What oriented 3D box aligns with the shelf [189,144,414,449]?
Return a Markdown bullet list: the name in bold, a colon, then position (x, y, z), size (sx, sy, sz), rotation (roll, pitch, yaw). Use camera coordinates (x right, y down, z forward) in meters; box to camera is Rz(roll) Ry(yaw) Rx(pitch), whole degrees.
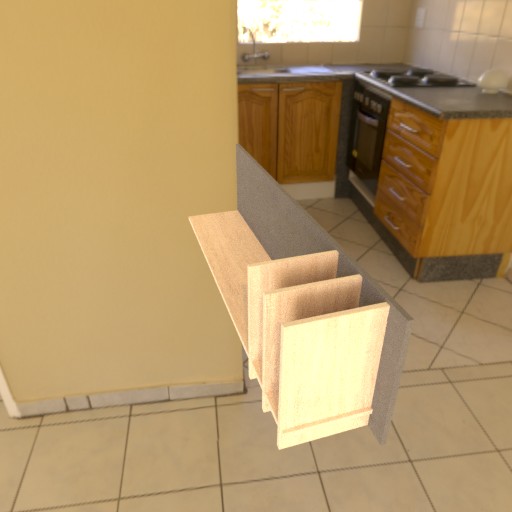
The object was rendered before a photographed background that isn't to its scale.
- **shelf**: position (0.000, 0.000, 1.165), size (0.200, 0.300, 1.020), rotation (-9, 31, -15)
